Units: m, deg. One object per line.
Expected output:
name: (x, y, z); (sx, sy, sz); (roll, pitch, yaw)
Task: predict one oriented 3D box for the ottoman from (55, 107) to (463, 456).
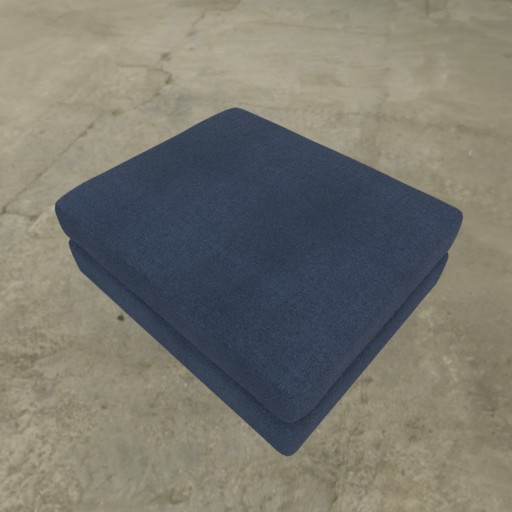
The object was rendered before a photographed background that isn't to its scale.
ottoman: (0.000, 0.000, 1.244); (0.821, 0.474, 0.693); (34, 55, 28)
